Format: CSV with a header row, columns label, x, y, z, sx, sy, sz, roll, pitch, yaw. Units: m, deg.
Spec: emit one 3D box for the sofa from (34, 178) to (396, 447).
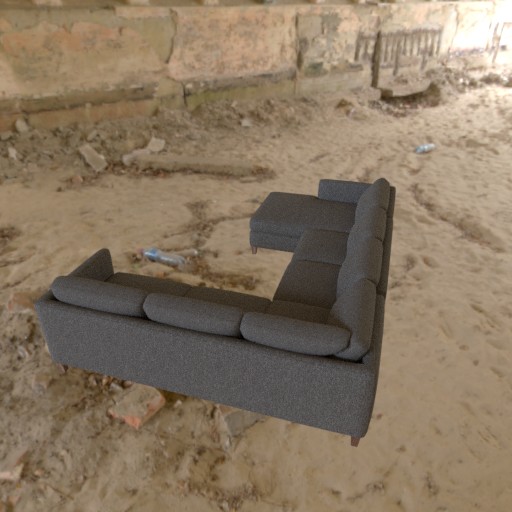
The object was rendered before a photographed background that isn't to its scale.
label,x,y,z,sx,sy,sz,roll,pitch,yaw
sofa,0.000,0.000,4.432,2.551,0.853,3.238,9,32,15
